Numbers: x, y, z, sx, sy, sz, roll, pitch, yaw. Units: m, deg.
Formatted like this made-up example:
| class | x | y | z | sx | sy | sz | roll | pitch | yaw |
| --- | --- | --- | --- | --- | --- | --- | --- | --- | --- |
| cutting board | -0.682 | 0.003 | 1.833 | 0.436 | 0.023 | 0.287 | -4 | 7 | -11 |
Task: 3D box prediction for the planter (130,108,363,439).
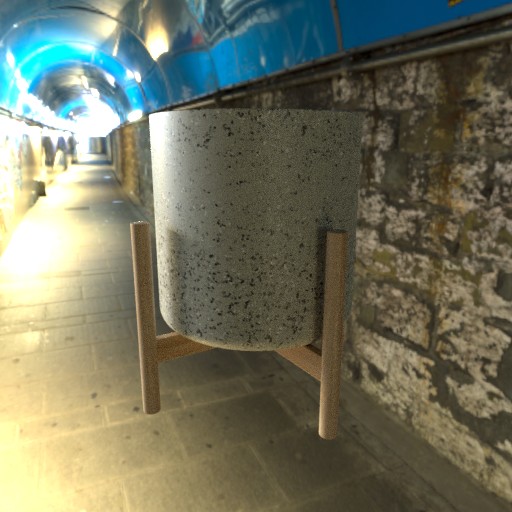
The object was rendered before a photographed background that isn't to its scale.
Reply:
| class | x | y | z | sx | sy | sz | roll | pitch | yaw |
| --- | --- | --- | --- | --- | --- | --- | --- | --- | --- |
| planter | 0.000 | 0.000 | 0.696 | 0.360 | 0.419 | 0.360 | -2 | 14 | -10 |
